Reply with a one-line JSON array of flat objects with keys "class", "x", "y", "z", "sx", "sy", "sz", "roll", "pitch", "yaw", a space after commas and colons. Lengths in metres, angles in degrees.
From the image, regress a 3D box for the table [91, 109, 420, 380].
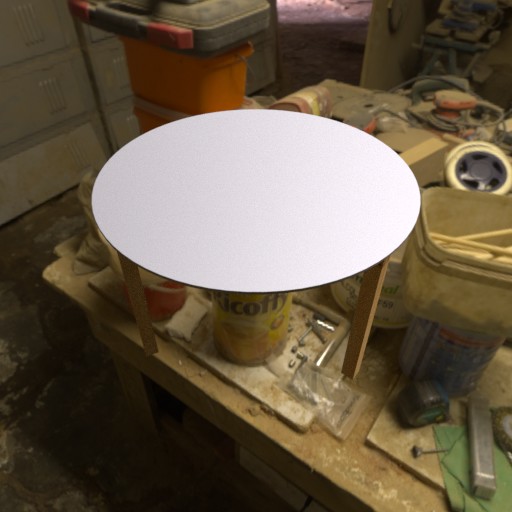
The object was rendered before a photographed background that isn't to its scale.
[{"class": "table", "x": 0.000, "y": 0.000, "z": 0.973, "sx": 0.600, "sy": 0.405, "sz": 0.600, "roll": 0, "pitch": 42, "yaw": 0}]
